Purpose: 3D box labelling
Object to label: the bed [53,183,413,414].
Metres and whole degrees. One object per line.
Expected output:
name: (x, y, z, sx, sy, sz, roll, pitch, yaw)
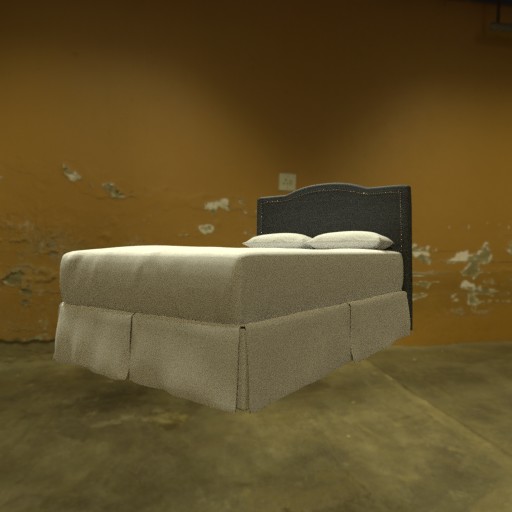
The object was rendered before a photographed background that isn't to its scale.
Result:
bed: (0.000, 0.000, 3.503, 1.747, 1.441, 2.507, 0, 1, 37)
